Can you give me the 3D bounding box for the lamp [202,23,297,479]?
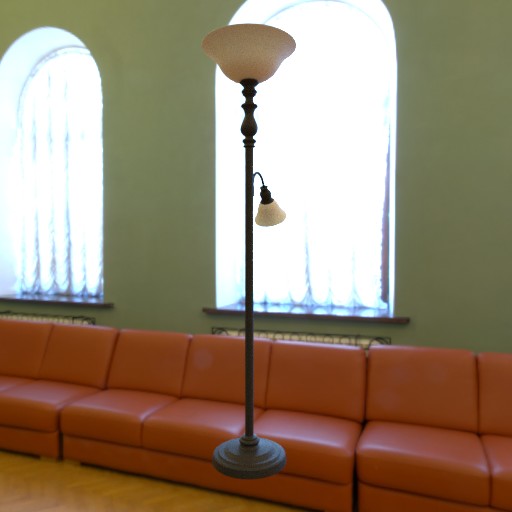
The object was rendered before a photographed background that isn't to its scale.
[{"bbox_3d":[0.000,0.000,2.000,0.405,1.793,0.588,0,1,18],"label":"lamp"}]
